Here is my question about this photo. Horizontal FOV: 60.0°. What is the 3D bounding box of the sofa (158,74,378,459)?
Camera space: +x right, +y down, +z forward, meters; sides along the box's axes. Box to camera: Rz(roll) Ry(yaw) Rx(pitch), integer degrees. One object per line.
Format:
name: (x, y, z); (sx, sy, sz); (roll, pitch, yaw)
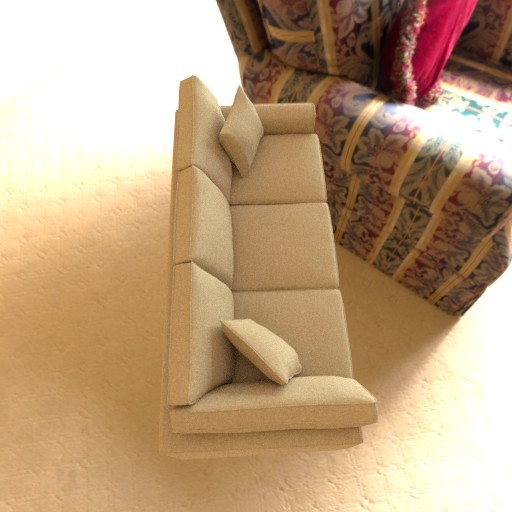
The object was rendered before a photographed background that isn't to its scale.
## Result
sofa: (0.000, 0.000, 2.853); (1.061, 0.962, 2.317); (-2, 64, -1)
